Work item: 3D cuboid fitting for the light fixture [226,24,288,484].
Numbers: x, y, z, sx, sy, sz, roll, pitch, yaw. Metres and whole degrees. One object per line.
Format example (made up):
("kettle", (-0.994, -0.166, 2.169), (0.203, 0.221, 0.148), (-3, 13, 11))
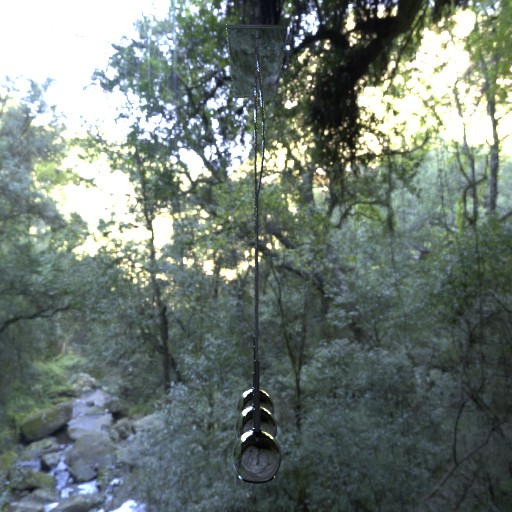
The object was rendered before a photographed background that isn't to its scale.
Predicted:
("light fixture", (0.000, 0.000, 1.650), (0.188, 1.408, 0.623), (0, 0, -1))
